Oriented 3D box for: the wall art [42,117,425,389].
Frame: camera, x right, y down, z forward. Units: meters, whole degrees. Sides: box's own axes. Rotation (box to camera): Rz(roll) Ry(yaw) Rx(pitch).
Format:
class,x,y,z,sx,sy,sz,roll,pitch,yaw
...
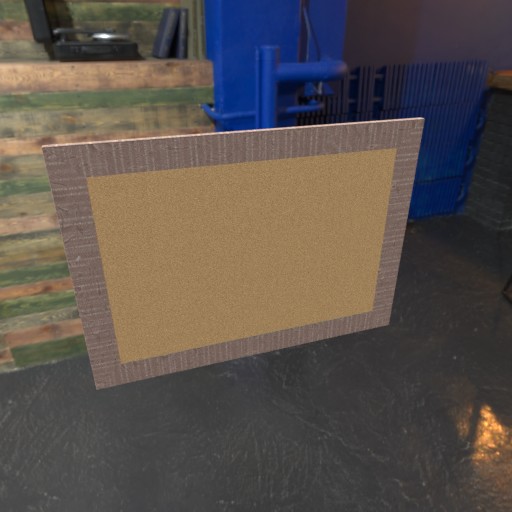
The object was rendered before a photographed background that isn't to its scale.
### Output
class,x,y,z,sx,sy,sz,roll,pitch,yaw
wall art,0.000,0.000,1.362,1.056,0.761,0.020,-9,29,-16
